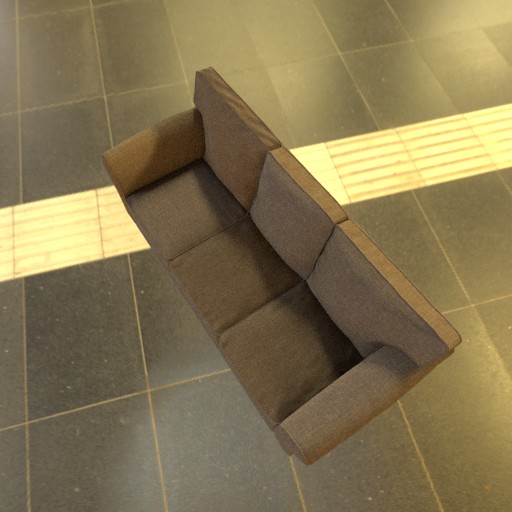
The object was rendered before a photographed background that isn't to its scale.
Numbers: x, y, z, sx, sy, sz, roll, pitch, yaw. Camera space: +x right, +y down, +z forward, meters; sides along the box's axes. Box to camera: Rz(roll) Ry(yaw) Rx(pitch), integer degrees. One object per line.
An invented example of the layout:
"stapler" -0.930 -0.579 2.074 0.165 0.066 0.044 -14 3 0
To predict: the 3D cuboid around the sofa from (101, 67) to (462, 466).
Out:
"sofa" 0.000 0.000 2.530 0.916 0.961 2.084 -31 67 -15
